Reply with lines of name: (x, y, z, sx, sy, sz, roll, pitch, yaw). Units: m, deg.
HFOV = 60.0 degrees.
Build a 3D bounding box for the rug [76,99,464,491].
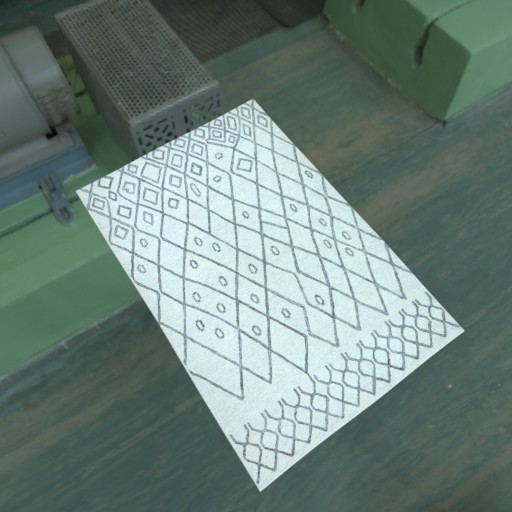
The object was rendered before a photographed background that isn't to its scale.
rug: (0.000, 0.000, 2.336, 1.222, 0.015, 1.828, -32, 69, -14)
